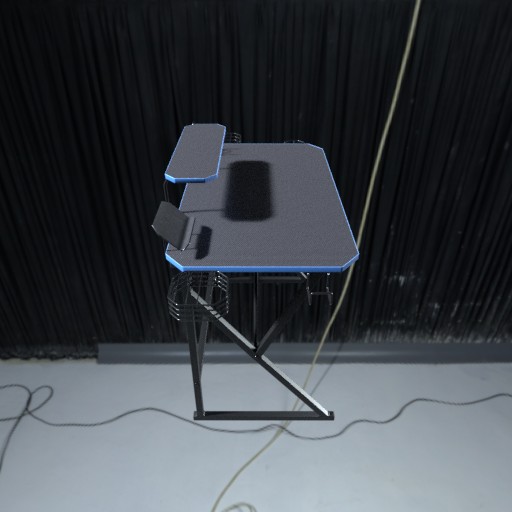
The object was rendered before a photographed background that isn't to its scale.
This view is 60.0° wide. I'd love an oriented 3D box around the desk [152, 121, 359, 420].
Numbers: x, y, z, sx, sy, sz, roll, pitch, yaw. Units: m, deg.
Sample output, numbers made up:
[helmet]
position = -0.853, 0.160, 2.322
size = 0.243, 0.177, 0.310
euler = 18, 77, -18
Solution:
[desk]
position = 0.000, 0.000, 1.793
size = 0.594, 0.909, 1.295
euler = 0, 34, 0
